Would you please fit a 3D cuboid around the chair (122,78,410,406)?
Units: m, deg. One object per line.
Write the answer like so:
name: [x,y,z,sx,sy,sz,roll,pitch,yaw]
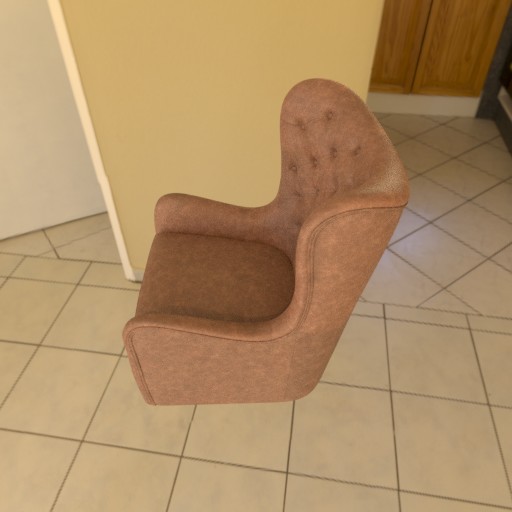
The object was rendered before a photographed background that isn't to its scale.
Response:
chair: [0.000,0.000,1.725,0.930,1.079,0.831,-1,42,-1]
